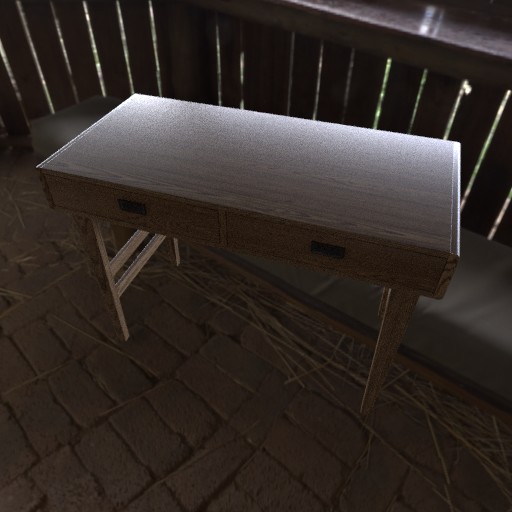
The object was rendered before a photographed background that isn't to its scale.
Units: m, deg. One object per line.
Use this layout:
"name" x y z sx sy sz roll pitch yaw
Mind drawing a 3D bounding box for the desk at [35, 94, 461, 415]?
"desk" 0.000 0.000 1.470 1.067 0.755 0.508 13 44 14
